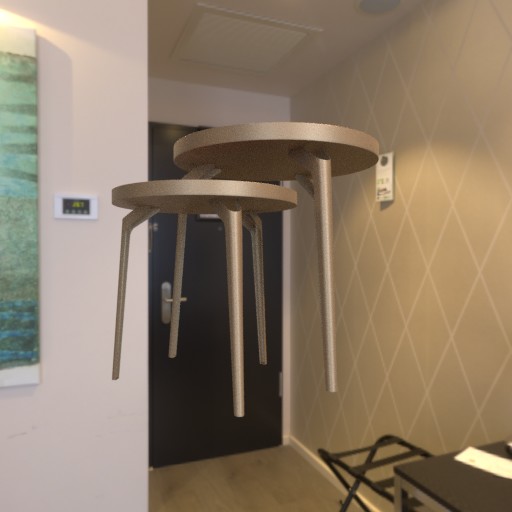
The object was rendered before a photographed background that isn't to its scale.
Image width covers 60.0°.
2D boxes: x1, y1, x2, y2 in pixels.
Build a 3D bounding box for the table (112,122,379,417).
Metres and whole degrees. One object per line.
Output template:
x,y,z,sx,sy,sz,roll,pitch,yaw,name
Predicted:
0.000,0.000,1.114,0.532,0.555,0.751,0,1,38,table
